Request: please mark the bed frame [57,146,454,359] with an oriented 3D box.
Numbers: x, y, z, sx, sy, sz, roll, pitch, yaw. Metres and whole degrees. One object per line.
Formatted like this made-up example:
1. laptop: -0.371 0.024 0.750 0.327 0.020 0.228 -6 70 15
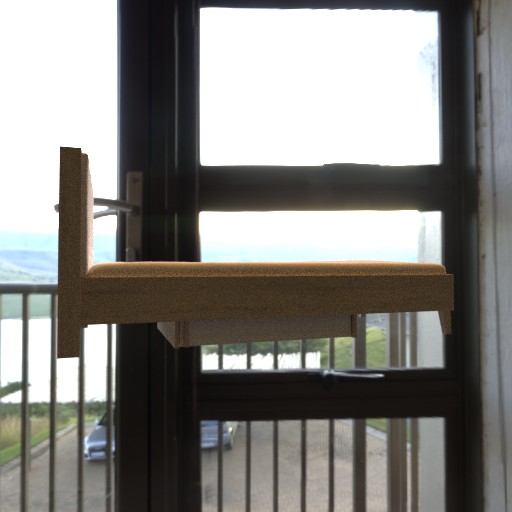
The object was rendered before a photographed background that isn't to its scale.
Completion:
1. bed frame: 0.000 0.000 2.724 2.140 0.920 0.990 0 -1 -19
